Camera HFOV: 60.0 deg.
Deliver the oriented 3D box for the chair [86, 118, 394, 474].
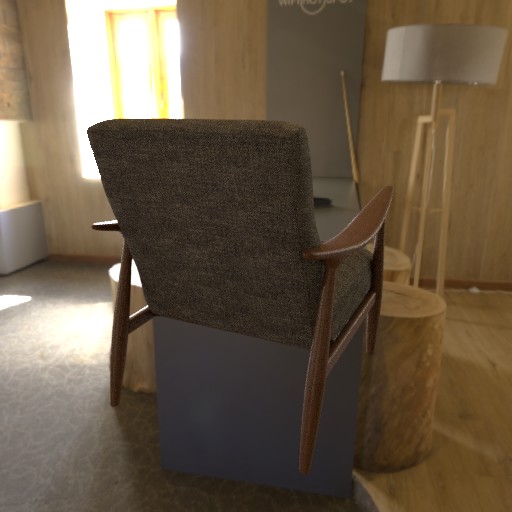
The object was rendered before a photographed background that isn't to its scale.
[{"bbox_3d":[0.000,0.000,1.406,0.741,0.832,0.798,8,19,25],"label":"chair"}]
